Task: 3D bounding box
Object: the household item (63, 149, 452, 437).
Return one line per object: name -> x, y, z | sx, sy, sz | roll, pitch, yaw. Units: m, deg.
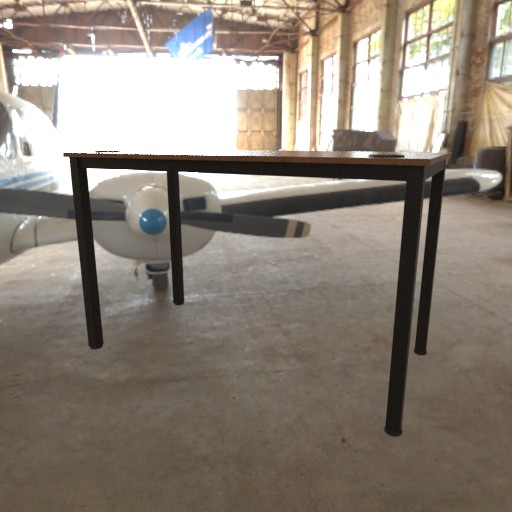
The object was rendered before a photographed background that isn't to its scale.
household item -> 0.000, 0.000, 1.623 | 1.200, 0.750, 0.600 | 7, 16, 26
